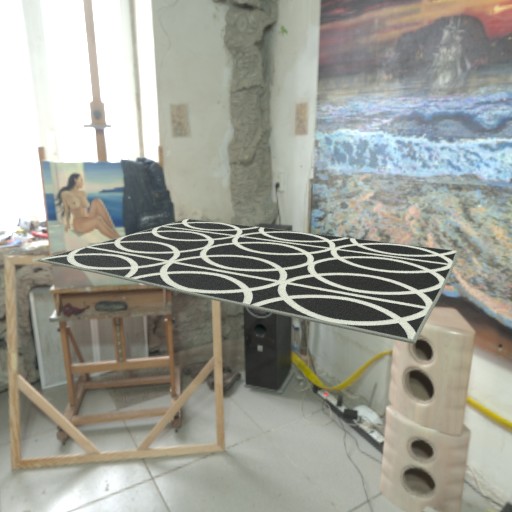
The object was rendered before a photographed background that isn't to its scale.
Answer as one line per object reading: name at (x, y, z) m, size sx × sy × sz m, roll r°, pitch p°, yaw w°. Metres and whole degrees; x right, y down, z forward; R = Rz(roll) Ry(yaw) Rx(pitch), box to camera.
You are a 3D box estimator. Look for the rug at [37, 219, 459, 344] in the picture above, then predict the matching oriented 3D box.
rug at (0.000, 0.000, 2.872) m, size 2.290 × 0.014 × 1.526 m, roll 9°, pitch 18°, yaw 28°
